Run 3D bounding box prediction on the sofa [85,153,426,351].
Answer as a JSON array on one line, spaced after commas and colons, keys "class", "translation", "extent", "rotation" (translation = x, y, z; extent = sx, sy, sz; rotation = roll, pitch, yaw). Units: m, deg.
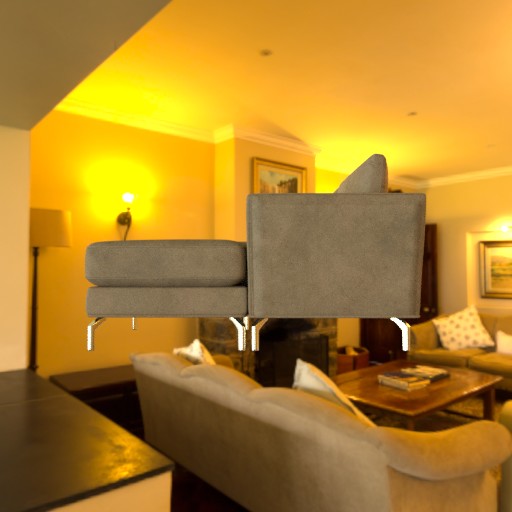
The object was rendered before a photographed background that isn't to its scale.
[{"class": "sofa", "translation": [0.000, 0.000, 3.282], "extent": [1.622, 0.987, 2.438], "rotation": [0, -2, 0]}]
